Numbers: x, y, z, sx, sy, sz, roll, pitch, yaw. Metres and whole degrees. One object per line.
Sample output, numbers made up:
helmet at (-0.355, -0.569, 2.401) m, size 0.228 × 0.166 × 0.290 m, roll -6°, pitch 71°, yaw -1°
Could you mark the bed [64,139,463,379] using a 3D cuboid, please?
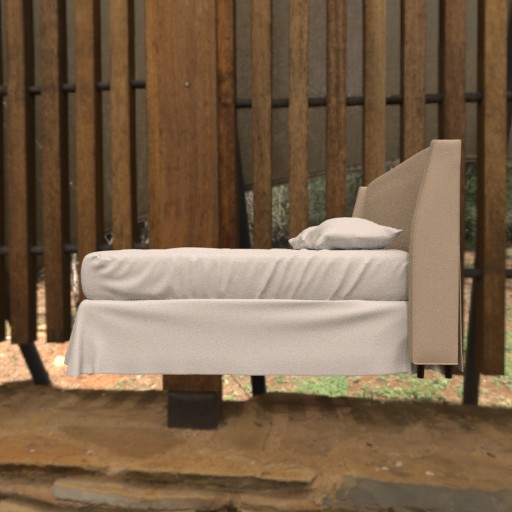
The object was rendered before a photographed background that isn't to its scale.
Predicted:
bed at (0.000, 0.000, 3.358) m, size 2.276 × 1.332 × 1.925 m, roll 0°, pitch 1°, yaw 1°
